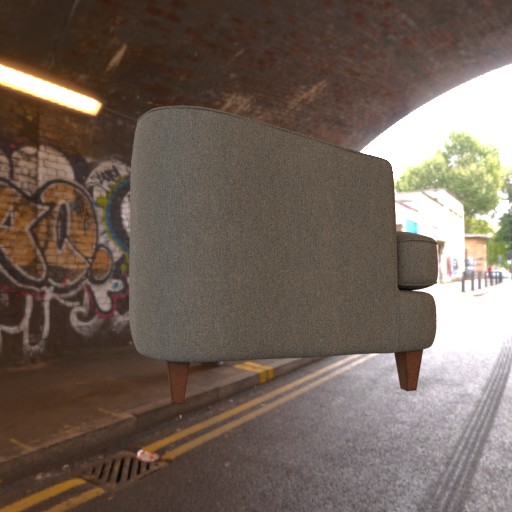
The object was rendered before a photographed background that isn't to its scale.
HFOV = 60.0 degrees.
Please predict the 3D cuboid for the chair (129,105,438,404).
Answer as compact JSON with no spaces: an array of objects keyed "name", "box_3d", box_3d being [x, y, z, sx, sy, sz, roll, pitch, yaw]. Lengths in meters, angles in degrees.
[{"name":"chair","box_3d":[0.000,0.000,1.739,0.945,0.852,1.094,0,-2,-17]}]
